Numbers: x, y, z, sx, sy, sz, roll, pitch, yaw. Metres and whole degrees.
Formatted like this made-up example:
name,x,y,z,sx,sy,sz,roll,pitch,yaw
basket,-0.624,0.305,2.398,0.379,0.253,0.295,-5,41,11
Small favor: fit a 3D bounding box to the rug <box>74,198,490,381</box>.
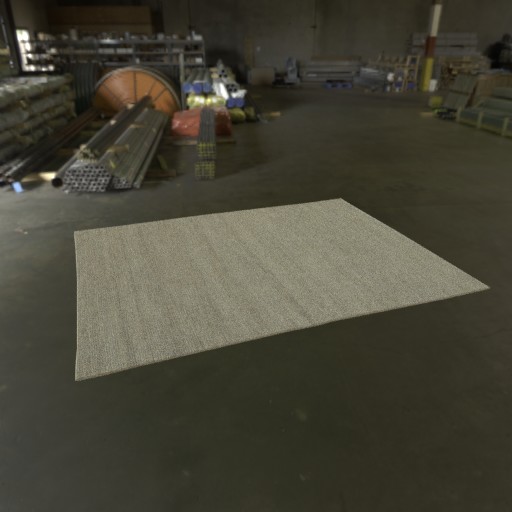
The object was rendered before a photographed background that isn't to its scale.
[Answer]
name,x,y,z,sx,sy,sz,roll,pitch,yaw
rug,0.000,0.000,4.692,3.626,0.051,2.757,-9,27,-18
